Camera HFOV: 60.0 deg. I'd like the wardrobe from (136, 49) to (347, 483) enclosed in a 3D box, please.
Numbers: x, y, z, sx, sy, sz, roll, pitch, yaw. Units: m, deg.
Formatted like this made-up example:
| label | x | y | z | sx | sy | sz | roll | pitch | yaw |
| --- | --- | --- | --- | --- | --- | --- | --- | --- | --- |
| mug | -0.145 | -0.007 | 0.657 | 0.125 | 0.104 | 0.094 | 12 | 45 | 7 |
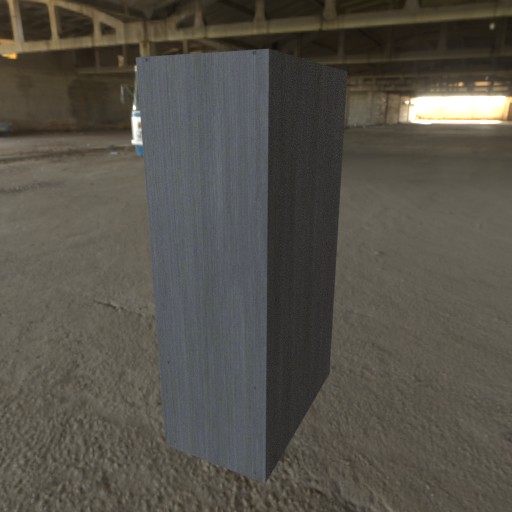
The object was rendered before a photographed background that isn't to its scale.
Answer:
| label | x | y | z | sx | sy | sz | roll | pitch | yaw |
| --- | --- | --- | --- | --- | --- | --- | --- | --- | --- |
| wardrobe | 0.000 | 0.000 | 2.281 | 0.577 | 1.808 | 0.991 | 9 | 20 | 25 |
